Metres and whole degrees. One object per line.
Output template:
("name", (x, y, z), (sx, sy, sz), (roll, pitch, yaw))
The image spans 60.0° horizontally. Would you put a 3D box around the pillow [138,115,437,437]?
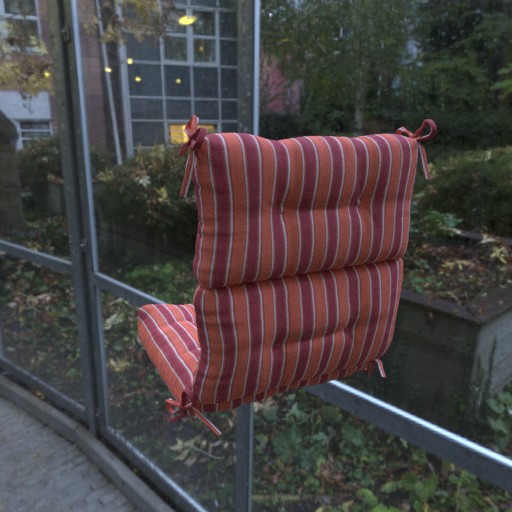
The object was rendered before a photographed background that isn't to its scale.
("pillow", (0.000, 0.000, 1.035), (0.519, 0.605, 0.571), (-7, 17, -26))
